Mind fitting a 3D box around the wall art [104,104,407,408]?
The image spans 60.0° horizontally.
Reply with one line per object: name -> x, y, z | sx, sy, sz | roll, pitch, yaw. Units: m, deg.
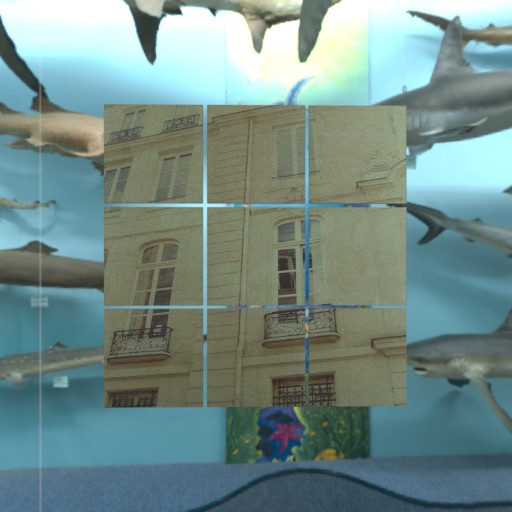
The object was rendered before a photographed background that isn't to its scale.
wall art -> 0.000, 0.000, 2.246 | 1.526, 1.522, 0.023 | 0, 0, -1
